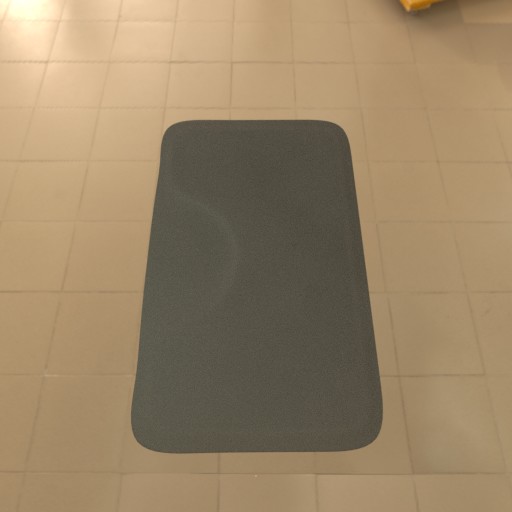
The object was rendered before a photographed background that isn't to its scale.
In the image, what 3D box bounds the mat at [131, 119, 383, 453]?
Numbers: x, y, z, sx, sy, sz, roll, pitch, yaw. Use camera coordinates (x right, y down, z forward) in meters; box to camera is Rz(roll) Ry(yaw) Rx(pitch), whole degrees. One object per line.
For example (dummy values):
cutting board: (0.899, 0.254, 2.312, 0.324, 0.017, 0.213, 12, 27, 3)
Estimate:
mat: (0.000, 0.000, 1.875, 0.918, 0.013, 1.524, 0, 64, 0)
